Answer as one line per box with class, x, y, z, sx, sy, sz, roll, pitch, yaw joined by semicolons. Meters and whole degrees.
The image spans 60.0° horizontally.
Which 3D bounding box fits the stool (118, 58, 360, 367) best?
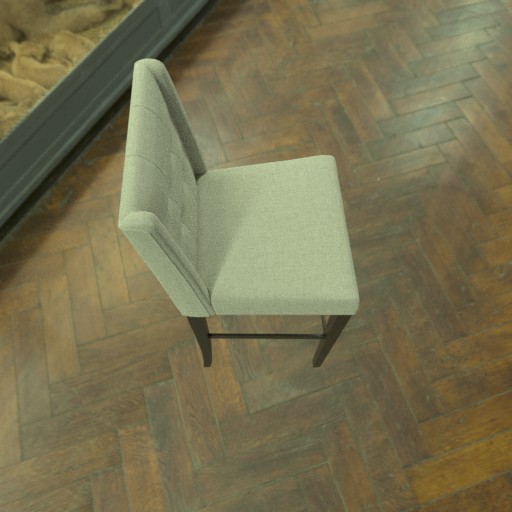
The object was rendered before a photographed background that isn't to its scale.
stool;0.000;0.000;1.360;0.509;1.116;0.474;-3;63;-1
